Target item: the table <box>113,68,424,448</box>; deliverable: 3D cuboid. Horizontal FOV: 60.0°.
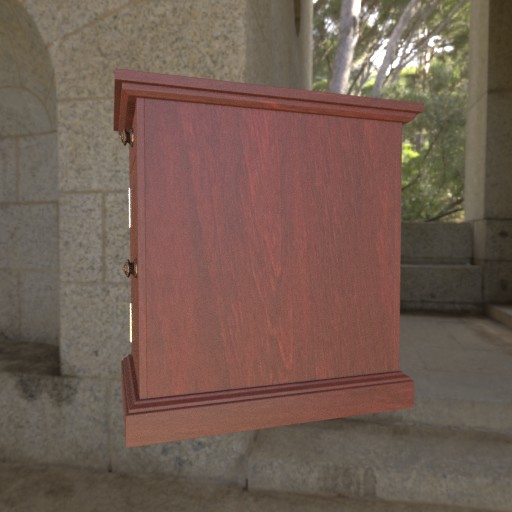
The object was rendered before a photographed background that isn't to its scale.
[{"bbox_3d":[0.000,0.000,0.969,0.584,0.612,0.356,-1,2,-18],"label":"table"}]
